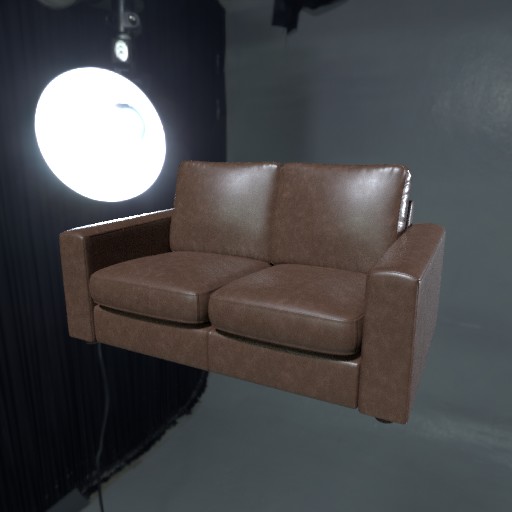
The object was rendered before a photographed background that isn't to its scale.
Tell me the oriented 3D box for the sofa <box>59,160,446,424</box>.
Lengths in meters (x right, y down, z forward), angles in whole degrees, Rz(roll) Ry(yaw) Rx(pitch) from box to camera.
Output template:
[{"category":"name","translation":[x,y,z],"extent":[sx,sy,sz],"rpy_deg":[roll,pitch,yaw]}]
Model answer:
[{"category":"sofa","translation":[0.000,0.000,2.150],"extent":[1.616,0.873,1.016],"rpy_deg":[7,15,26]}]
